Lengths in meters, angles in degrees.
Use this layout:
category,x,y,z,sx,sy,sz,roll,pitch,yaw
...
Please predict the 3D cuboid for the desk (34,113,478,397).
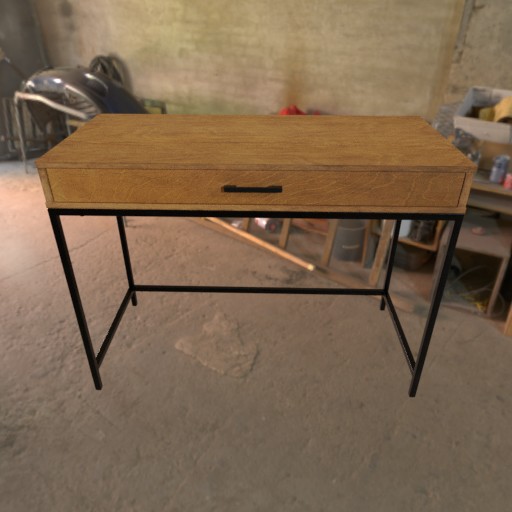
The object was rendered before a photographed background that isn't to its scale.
category,x,y,z,sx,sy,sz,roll,pitch,yaw
desk,0.000,0.000,1.402,1.016,0.762,0.470,1,31,1
